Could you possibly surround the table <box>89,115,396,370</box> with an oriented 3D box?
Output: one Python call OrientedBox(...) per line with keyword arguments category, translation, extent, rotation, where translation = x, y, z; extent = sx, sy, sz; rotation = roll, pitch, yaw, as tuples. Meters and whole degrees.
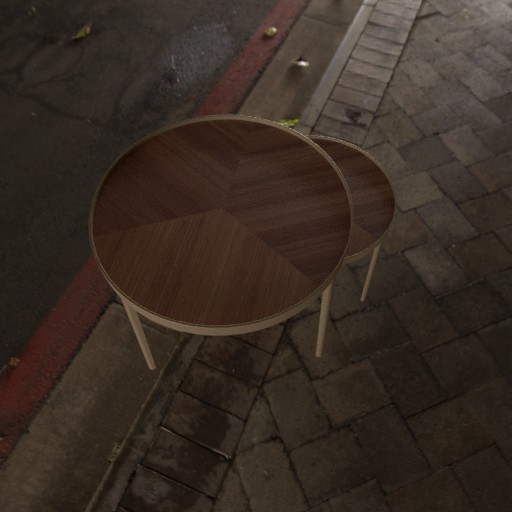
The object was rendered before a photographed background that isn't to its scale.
OrientedBox(category="table", translation=(0.000, 0.000, 1.160), extent=(0.751, 0.555, 0.532), rotation=(-30, 63, -17))
